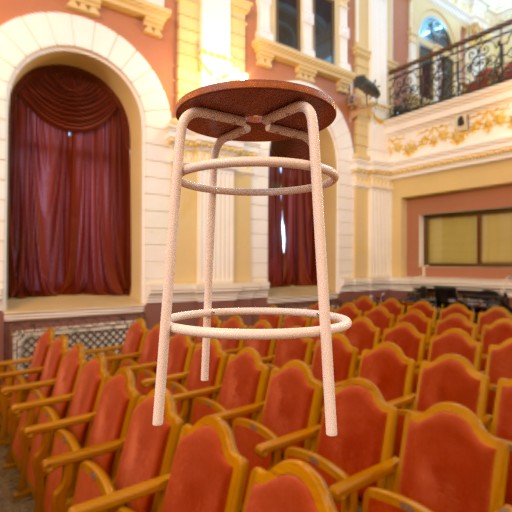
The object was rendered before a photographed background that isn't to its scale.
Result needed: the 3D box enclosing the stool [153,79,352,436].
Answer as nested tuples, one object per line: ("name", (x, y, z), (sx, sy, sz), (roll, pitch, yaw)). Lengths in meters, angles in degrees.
("stool", (0.000, 0.000, 0.932), (0.455, 0.610, 0.455), (1, -1, -36))
